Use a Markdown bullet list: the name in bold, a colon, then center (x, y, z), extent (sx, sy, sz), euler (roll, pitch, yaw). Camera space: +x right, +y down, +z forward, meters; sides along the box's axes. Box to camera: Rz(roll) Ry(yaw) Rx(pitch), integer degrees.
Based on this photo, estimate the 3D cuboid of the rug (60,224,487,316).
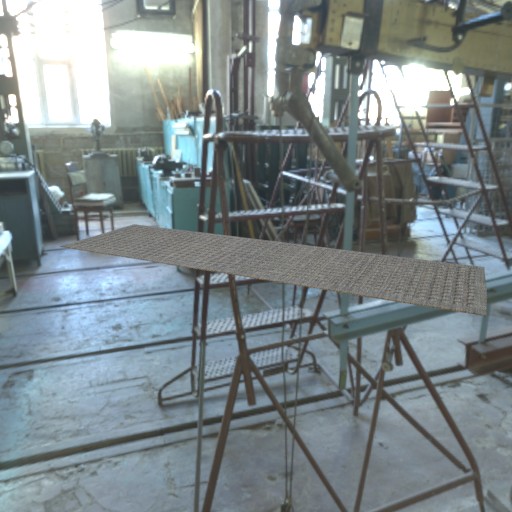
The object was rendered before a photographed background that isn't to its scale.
- **rug**: center (0.000, 0.000, 2.624), extent (2.443, 0.009, 0.706), euler (8, 19, 25)
